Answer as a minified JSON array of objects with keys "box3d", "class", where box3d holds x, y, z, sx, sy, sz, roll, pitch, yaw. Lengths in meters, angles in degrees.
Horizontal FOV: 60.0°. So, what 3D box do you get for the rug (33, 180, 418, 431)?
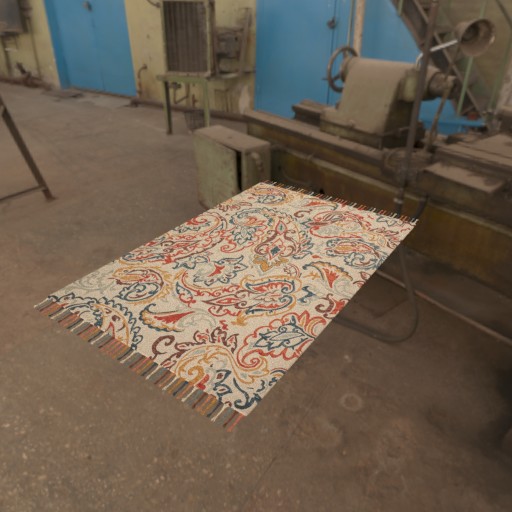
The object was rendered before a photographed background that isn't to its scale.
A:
[{"box3d":[0.000,0.000,2.507,1.218,0.010,1.997,20,37,30],"class":"rug"}]
